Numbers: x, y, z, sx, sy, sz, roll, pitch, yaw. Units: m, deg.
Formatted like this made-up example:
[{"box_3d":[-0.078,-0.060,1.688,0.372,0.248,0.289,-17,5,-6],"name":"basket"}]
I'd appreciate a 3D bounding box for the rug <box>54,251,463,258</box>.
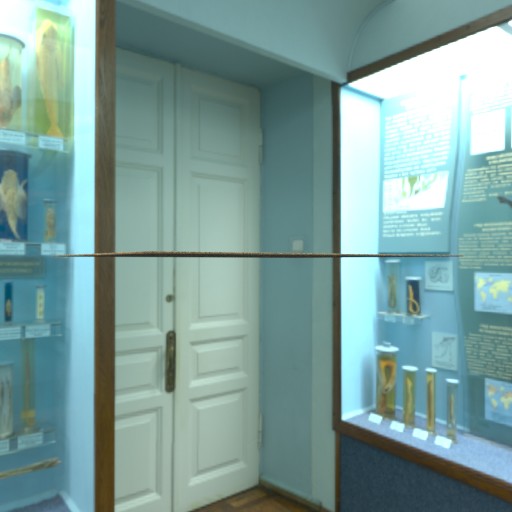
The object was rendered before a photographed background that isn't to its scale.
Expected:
[{"box_3d":[0.000,0.000,4.345,3.200,0.012,2.438,0,-1,-36],"name":"rug"}]
